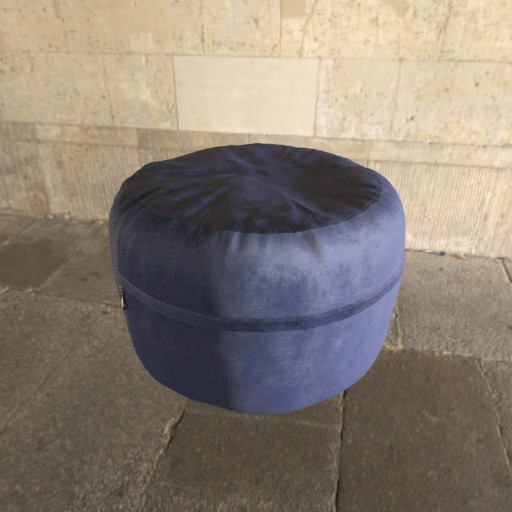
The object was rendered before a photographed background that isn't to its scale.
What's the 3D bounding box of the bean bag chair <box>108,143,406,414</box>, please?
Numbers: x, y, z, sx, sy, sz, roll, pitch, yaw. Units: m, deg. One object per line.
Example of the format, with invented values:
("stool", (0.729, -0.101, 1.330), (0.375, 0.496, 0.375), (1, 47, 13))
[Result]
("bean bag chair", (0.000, 0.000, 1.950), (1.219, 0.762, 1.219), (0, 30, 0))
